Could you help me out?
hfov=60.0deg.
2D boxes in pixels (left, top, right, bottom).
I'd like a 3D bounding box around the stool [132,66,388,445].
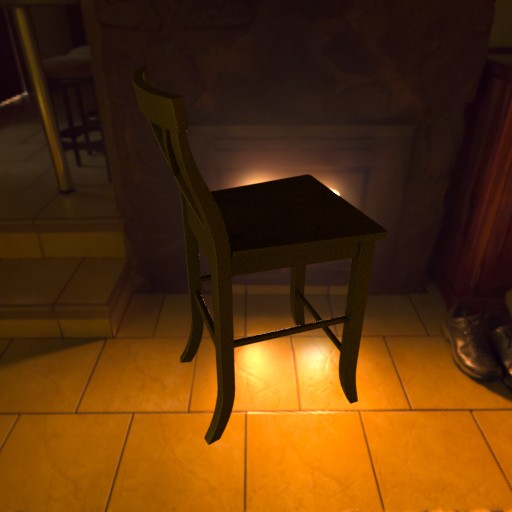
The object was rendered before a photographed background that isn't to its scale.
[{"bbox_3d":[0.000,0.000,1.285,0.559,0.989,0.452,-11,32,-18],"label":"stool"}]
